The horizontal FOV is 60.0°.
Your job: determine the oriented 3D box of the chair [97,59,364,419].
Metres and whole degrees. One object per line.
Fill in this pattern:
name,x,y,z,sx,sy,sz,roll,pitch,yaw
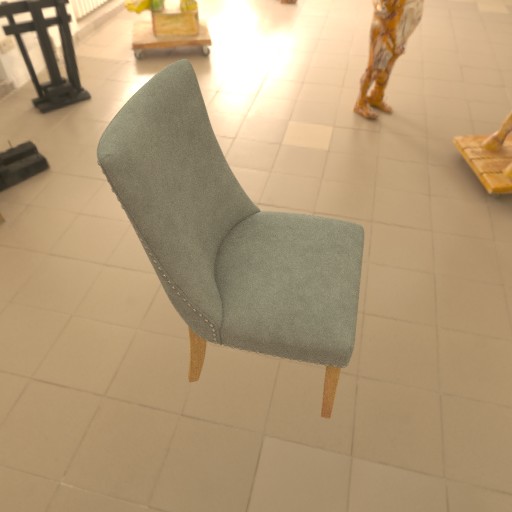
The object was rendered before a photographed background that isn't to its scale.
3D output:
chair,0.000,0.000,1.274,0.610,0.902,0.495,9,47,9
